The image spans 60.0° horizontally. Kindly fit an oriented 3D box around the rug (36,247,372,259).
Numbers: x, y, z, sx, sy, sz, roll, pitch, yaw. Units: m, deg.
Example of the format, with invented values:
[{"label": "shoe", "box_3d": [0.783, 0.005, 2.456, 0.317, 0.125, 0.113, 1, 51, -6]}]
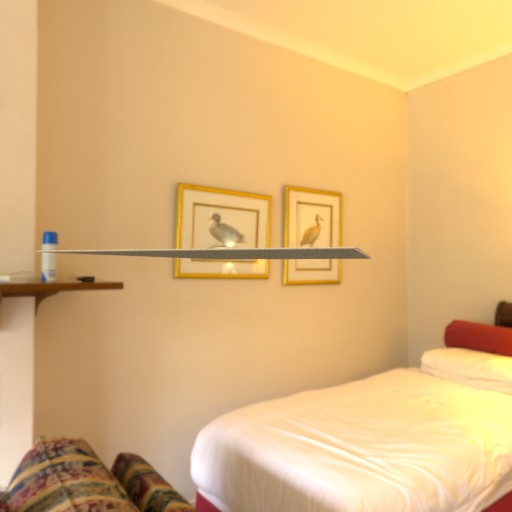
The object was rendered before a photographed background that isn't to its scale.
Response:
[{"label": "rug", "box_3d": [0.000, 0.000, 3.098, 1.523, 0.008, 2.438, 0, -1, 16]}]
